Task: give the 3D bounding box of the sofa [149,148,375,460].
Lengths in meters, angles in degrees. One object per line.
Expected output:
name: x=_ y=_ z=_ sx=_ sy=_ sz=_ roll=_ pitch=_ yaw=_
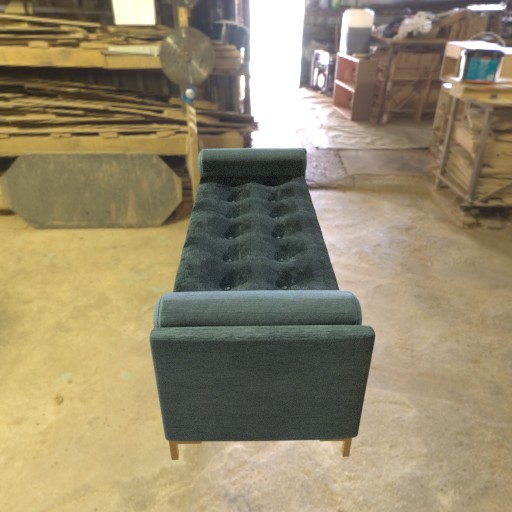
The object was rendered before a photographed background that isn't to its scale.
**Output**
sofa: x=0.000 y=0.000 z=2.527 sx=0.796 sy=0.705 sz=2.102 roll=-1 pitch=31 yaw=-1
